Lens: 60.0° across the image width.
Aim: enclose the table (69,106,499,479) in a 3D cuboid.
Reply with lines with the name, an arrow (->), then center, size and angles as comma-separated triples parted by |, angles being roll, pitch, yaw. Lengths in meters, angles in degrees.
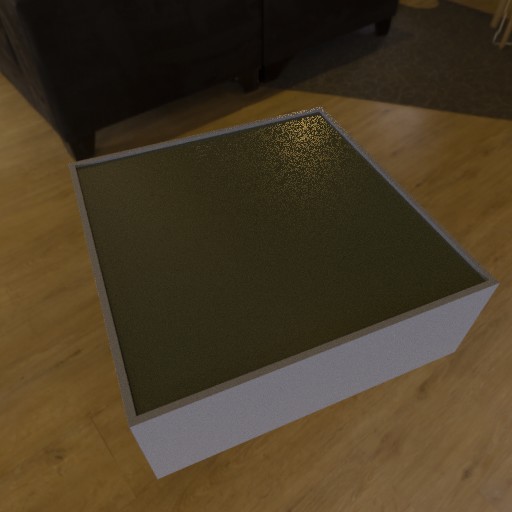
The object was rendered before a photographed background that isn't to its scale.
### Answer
table -> 0.000, 0.000, 1.208 | 0.801, 0.299, 0.801 | -17, 50, -15
